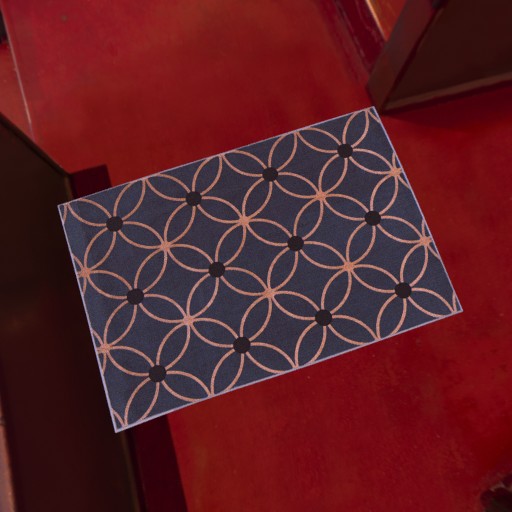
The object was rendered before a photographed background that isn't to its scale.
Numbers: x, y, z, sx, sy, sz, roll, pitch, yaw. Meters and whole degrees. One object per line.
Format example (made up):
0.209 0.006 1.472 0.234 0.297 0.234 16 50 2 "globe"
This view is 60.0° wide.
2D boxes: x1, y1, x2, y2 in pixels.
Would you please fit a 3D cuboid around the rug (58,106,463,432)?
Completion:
0.000 0.000 2.884 2.284 0.008 1.522 -18 78 -4 "rug"
